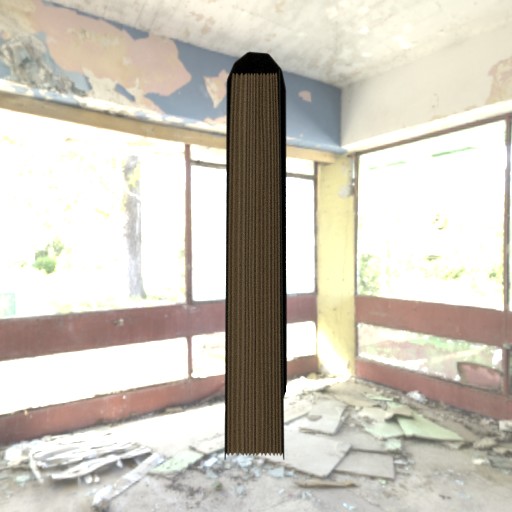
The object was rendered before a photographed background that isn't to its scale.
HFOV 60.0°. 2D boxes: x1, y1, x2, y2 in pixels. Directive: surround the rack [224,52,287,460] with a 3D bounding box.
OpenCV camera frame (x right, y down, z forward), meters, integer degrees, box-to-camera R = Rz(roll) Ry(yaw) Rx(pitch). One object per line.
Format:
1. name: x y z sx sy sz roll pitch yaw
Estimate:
1. rack: 0.000 0.000 0.425 0.041 0.241 0.330 0 0 0
